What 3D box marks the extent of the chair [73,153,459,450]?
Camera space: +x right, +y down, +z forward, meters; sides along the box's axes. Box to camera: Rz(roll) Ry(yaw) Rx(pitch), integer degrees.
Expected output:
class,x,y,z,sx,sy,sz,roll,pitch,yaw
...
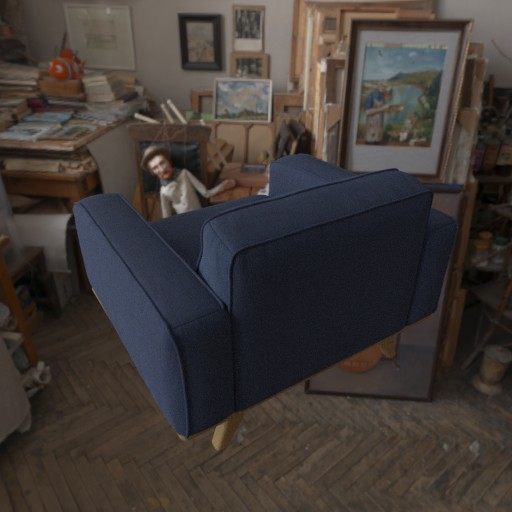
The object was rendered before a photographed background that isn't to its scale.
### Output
class,x,y,z,sx,sy,sz,roll,pitch,yaw
chair,0.000,0.000,1.705,1.118,0.783,0.953,-18,35,-27
